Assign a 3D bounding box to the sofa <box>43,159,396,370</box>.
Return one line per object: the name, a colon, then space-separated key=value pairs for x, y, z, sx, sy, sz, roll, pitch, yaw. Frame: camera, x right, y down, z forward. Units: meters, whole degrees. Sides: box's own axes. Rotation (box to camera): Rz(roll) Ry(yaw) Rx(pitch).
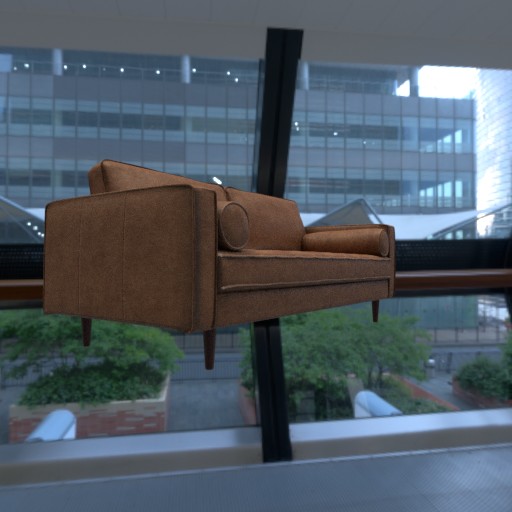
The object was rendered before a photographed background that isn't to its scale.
sofa: x=0.000 y=0.000 z=2.409 sx=0.924 sy=0.825 sz=1.920 roll=-1 pitch=-1 yaw=36
